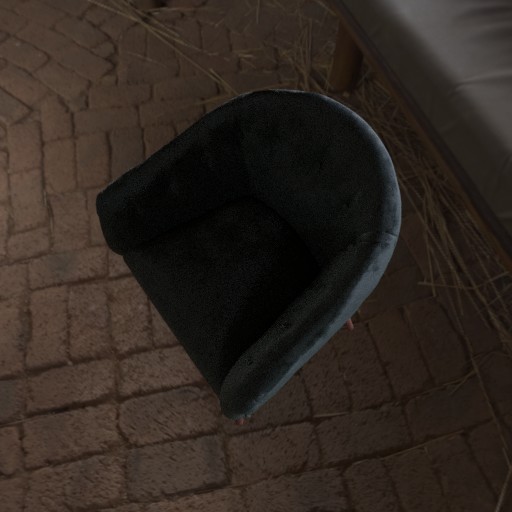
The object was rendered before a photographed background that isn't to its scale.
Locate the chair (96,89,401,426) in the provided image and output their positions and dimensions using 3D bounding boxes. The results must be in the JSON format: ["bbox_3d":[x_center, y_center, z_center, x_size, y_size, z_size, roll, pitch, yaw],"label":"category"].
[{"bbox_3d":[0.000,0.000,1.530,0.776,0.885,0.851,-34,67,-17],"label":"chair"}]
